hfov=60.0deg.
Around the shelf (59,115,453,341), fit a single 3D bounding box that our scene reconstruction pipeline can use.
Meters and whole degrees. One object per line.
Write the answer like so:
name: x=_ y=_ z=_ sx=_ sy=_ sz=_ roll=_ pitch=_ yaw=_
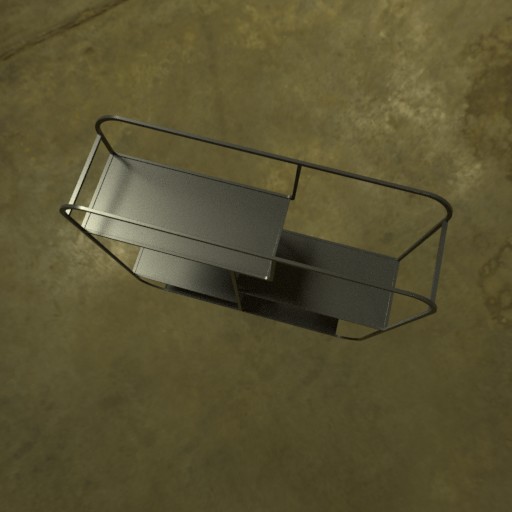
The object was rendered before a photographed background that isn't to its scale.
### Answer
shelf: x=0.000 y=0.000 z=0.935 sx=0.600 sy=0.600 sz=0.160 roll=15 pitch=75 yaw=4
